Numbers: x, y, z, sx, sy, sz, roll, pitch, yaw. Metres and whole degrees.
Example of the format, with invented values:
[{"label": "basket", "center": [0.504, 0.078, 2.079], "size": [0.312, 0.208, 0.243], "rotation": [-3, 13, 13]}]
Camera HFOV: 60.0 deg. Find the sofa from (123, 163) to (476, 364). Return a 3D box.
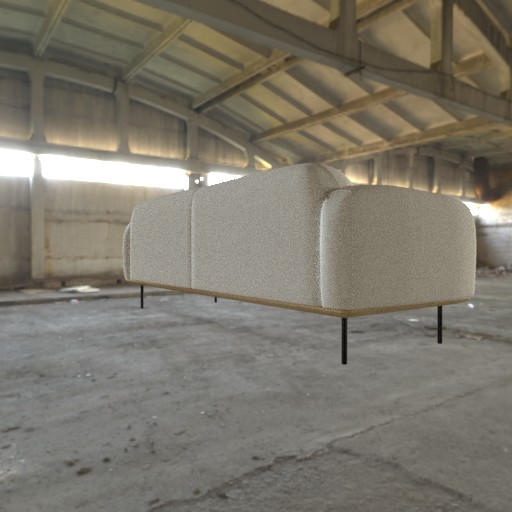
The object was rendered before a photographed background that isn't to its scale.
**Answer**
[{"label": "sofa", "center": [0.000, 0.000, 2.620], "size": [0.870, 0.780, 2.280], "rotation": [0, 1, -36]}]
